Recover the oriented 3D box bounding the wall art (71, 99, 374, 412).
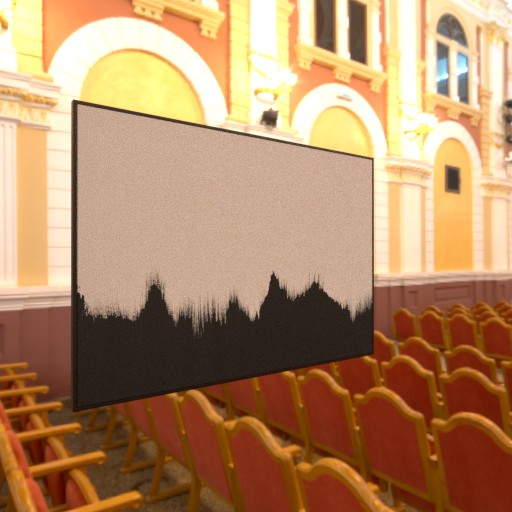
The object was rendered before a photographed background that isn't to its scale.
[{"bbox_3d":[0.000,0.000,1.219,0.957,0.660,0.019,0,0,-35],"label":"wall art"}]
